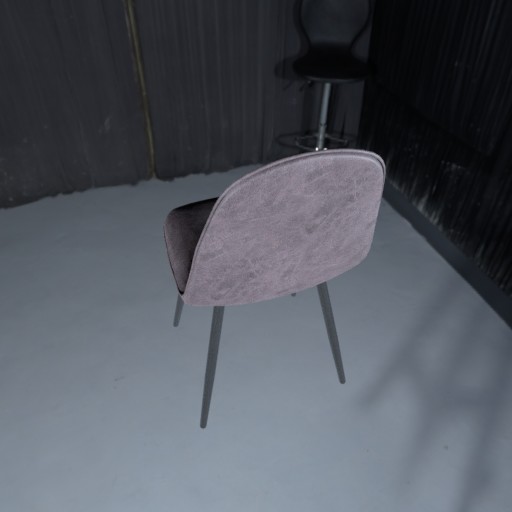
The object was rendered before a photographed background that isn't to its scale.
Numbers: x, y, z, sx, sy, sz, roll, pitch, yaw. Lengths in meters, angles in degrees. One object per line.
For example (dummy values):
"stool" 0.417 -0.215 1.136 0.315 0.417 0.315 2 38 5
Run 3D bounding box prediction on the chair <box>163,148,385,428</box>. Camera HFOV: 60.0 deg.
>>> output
"chair" 0.000 0.000 1.187 0.472 0.889 0.561 -13 43 -14
